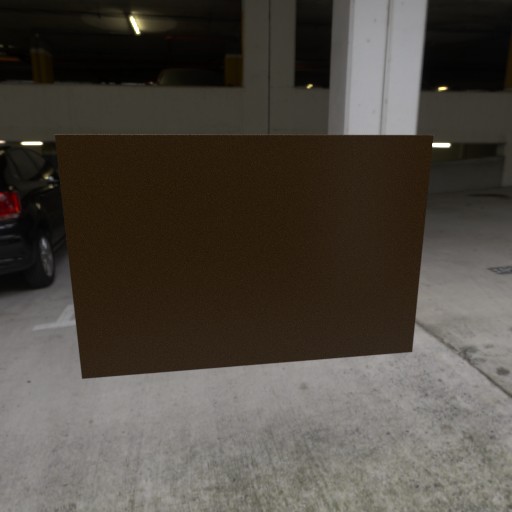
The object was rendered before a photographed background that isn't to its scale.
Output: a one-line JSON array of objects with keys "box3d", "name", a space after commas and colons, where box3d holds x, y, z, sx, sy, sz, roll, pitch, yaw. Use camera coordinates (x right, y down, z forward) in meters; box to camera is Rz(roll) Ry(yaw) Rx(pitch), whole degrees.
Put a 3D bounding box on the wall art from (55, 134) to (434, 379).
[{"box3d": [0.000, 0.000, 1.442, 1.145, 0.762, 0.041, -2, 15, -9], "name": "wall art"}]
